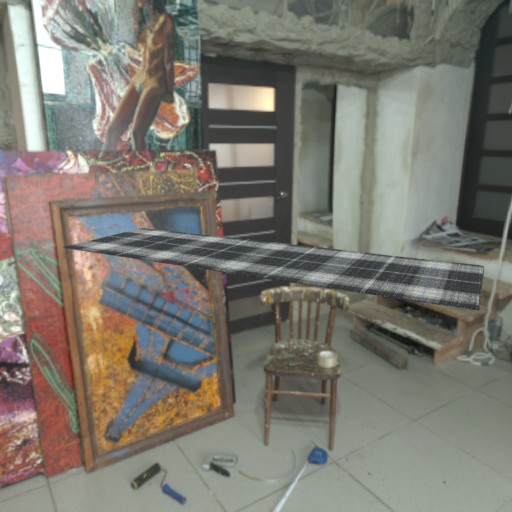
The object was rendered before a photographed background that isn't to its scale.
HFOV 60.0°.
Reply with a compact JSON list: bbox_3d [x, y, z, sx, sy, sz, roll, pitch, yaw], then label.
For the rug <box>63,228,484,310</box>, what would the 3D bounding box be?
[{"bbox_3d":[0.000,0.000,2.654,2.434,0.012,0.760,7,16,27],"label":"rug"}]
